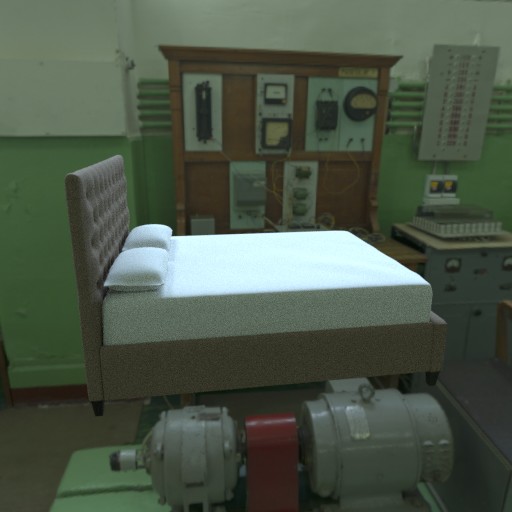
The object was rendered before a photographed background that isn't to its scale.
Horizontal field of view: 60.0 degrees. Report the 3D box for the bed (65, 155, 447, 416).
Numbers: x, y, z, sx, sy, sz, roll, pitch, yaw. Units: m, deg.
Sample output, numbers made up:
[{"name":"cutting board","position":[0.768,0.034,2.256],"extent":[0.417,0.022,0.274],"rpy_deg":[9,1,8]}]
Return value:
[{"name":"bed","position":[0.000,0.000,3.366],"extent":[2.233,1.426,1.696],"rpy_deg":[-2,16,-8]}]
